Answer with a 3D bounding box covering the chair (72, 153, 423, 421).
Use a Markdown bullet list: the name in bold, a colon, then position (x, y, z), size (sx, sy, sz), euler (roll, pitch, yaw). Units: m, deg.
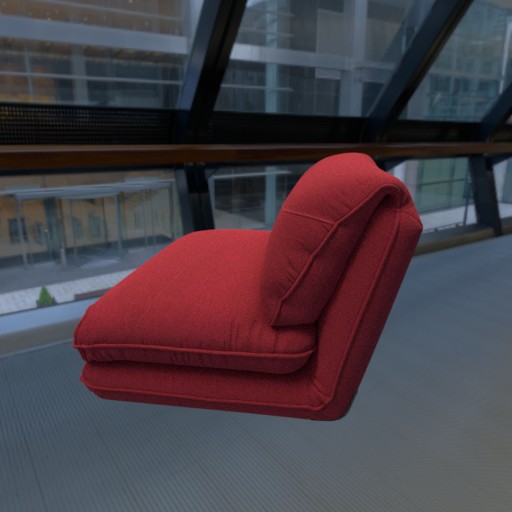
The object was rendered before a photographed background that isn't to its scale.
- **chair**: position (0.000, 0.000, 1.319), size (0.780, 0.580, 0.820), euler (3, 16, 9)
